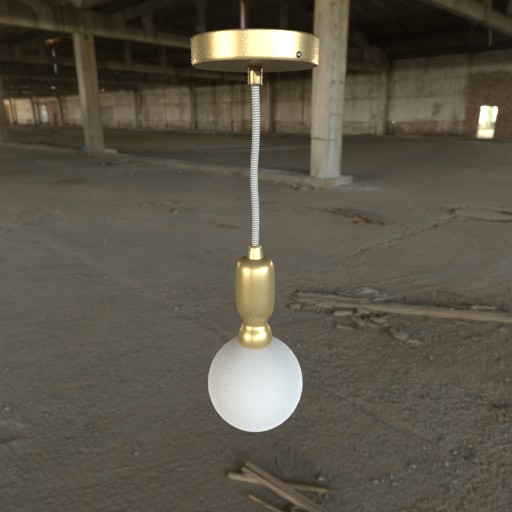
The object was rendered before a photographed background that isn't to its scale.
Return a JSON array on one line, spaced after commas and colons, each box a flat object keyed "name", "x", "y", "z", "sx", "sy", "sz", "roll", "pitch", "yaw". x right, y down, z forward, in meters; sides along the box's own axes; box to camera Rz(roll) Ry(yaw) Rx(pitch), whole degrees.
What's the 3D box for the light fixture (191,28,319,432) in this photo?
[{"name": "light fixture", "x": 0.000, "y": 0.000, "z": 0.576, "sx": 0.147, "sy": 0.510, "sz": 0.146, "roll": 17, "pitch": 24, "yaw": 42}]
